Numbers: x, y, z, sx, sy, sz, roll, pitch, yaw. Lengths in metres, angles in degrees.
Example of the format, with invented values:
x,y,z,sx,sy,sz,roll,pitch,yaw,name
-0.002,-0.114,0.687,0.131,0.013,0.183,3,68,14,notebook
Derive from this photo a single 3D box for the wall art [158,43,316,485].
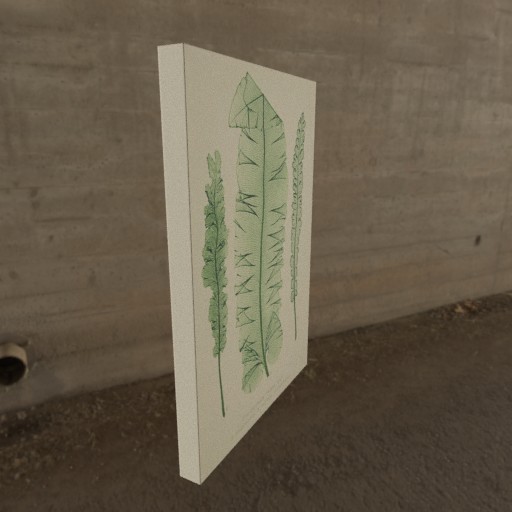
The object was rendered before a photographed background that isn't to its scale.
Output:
x,y,z,sx,sy,sz,roll,pitch,yaw,name
0.000,0.000,0.773,0.038,0.608,0.418,8,17,28,wall art
